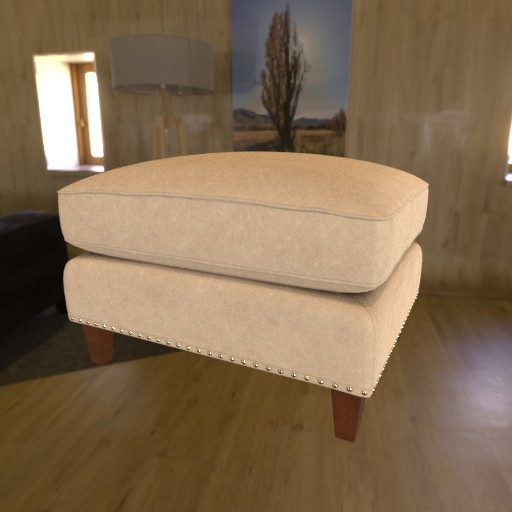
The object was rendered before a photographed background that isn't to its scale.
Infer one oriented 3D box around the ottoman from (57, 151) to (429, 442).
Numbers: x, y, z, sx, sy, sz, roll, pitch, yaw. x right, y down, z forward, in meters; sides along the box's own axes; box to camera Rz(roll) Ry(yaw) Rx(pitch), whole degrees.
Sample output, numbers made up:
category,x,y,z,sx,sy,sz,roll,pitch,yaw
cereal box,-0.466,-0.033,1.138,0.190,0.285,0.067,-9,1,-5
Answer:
category,x,y,z,sx,sy,sz,roll,pitch,yaw
ottoman,0.000,0.000,1.124,0.741,0.513,0.584,8,17,26
